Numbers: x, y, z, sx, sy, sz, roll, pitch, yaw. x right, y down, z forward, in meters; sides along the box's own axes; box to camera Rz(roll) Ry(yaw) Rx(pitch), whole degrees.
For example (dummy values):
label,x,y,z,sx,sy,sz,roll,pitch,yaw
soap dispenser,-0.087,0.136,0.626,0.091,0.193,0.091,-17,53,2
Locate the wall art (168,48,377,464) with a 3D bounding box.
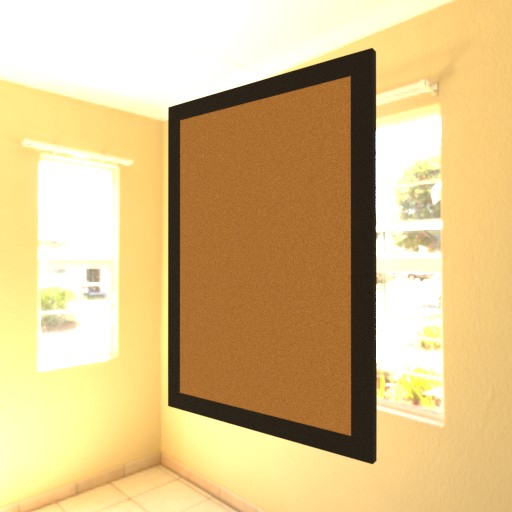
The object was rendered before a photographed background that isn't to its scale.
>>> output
label,x,y,z,sx,sy,sz,roll,pitch,yaw
wall art,0.000,0.000,0.685,0.380,0.534,0.013,0,0,36
